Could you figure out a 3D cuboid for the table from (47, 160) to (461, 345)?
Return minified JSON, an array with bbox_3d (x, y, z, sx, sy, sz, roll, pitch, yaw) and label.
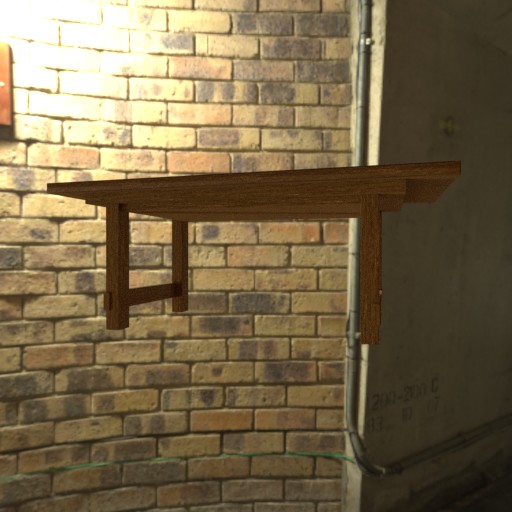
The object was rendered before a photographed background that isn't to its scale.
[{"bbox_3d":[0.000,0.000,2.506,1.982,0.762,1.000,0,0,17],"label":"table"}]
